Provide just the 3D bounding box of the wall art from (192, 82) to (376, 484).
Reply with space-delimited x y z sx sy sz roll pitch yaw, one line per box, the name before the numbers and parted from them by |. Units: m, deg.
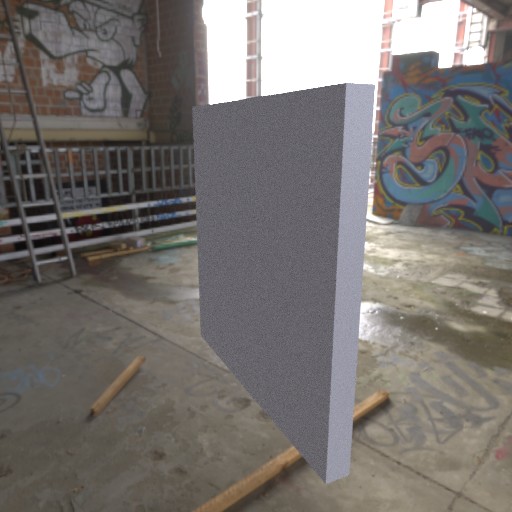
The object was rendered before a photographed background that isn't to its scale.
wall art | 0.000 0.000 0.529 0.027 0.355 0.355 -7 17 -25
